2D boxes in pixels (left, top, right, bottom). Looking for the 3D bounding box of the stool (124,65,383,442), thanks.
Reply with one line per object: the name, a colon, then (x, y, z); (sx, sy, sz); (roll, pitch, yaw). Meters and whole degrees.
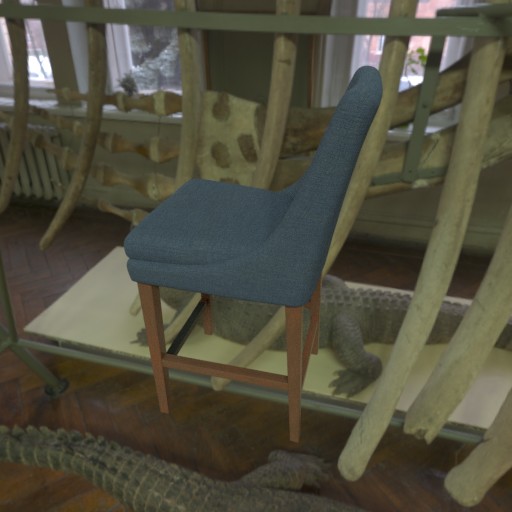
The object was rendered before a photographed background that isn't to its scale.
stool: (0.000, 0.000, 1.268); (0.577, 0.981, 0.470); (8, 31, 13)
